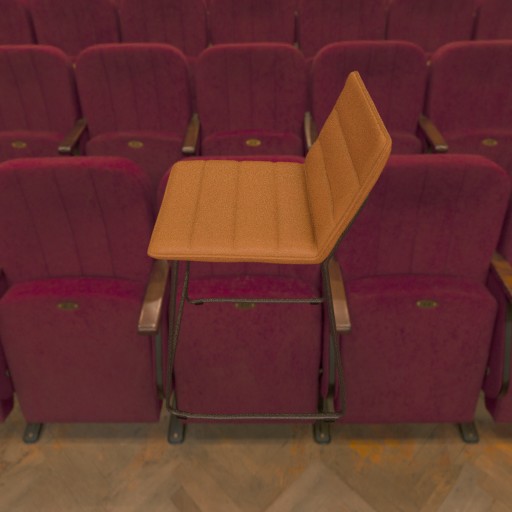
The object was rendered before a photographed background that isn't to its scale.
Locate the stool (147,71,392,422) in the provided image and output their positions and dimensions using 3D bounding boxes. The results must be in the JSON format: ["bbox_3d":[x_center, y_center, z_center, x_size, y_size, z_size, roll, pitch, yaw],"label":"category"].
[{"bbox_3d":[0.000,0.000,1.201,0.524,0.866,0.489,0,41,0],"label":"stool"}]
